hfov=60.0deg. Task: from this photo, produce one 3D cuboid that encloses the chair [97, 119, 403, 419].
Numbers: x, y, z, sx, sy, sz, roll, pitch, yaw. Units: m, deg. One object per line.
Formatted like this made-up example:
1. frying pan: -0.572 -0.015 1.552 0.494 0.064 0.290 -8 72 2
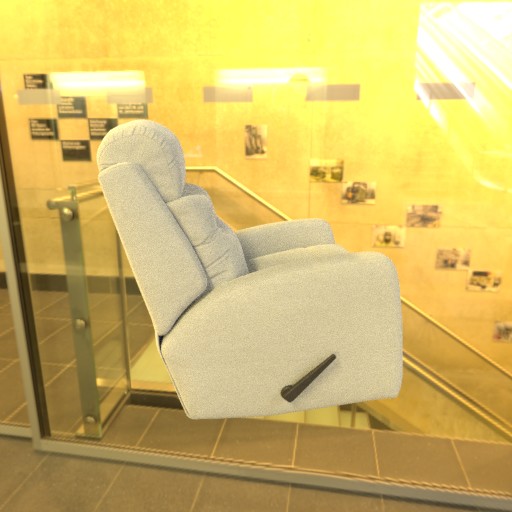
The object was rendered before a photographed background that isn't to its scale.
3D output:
1. chair: 0.000 0.000 1.729 1.043 1.013 0.798 -3 16 -10
